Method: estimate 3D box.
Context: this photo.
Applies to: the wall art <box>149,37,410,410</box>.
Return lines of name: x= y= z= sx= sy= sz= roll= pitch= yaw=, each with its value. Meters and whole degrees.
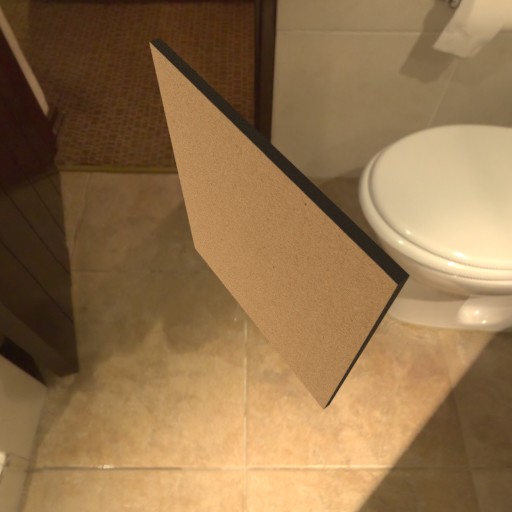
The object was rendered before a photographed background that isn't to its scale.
wall art: x=0.000 y=0.000 z=1.200 sx=0.028 sy=0.863 sz=0.755 roll=-33 pitch=64 yaw=-18
